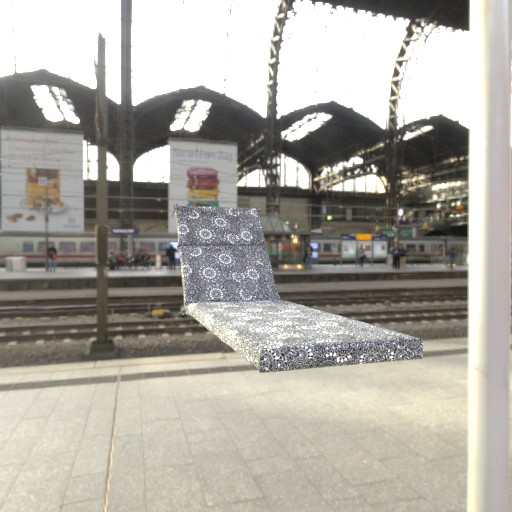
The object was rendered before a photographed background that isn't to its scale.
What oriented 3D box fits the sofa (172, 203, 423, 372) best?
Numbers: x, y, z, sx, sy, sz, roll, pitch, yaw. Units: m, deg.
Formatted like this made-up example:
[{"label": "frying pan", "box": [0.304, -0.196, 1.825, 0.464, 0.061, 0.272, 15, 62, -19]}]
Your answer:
[{"label": "sofa", "box": [0.000, 0.000, 2.017, 0.582, 0.622, 1.663, 0, 1, -18]}]
